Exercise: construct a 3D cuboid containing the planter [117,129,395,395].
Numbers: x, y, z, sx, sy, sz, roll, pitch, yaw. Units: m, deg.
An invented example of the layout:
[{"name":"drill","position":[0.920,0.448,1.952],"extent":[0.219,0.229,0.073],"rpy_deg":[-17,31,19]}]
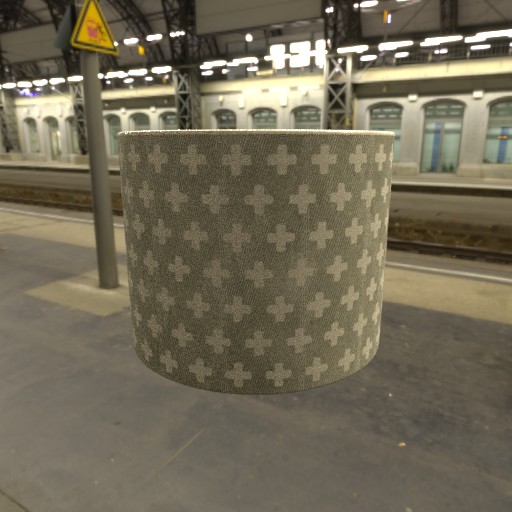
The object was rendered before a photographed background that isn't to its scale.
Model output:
[{"name":"planter","position":[0.000,0.000,0.447],"extent":[0.250,0.239,0.250],"rpy_deg":[0,14,0]}]
